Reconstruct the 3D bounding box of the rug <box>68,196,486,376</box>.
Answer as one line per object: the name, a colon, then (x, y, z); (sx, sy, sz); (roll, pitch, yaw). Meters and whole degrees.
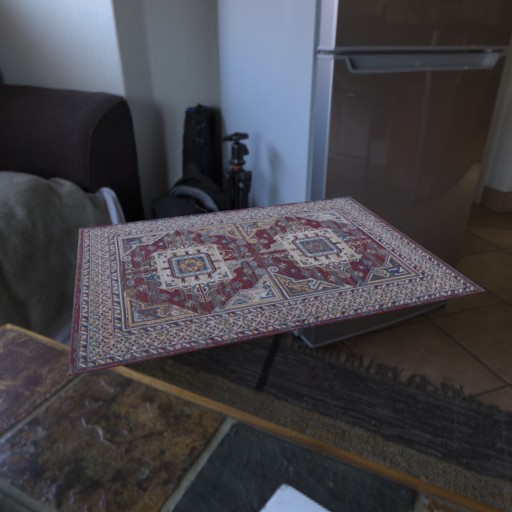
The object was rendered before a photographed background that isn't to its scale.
rug: (0.000, 0.000, 2.876); (2.210, 0.011, 1.599); (-9, 29, -16)
